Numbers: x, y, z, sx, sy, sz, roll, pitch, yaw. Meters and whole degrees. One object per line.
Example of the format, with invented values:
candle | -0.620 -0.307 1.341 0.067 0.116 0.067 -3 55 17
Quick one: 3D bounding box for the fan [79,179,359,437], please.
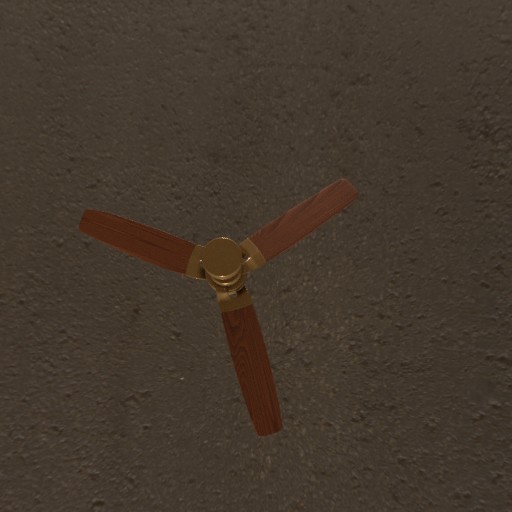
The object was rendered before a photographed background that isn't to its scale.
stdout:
fan | 0.000 0.000 2.102 1.271 0.425 1.416 -34 78 -8
